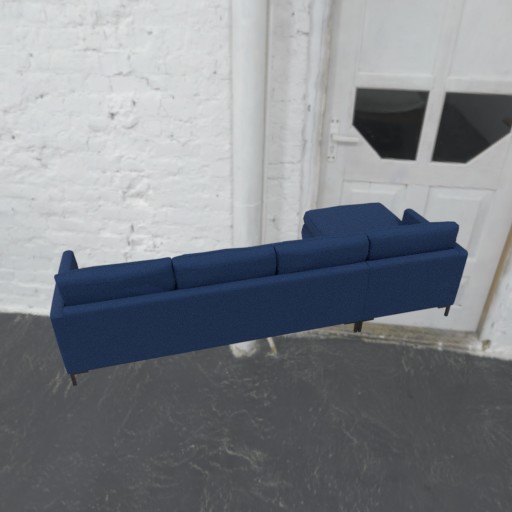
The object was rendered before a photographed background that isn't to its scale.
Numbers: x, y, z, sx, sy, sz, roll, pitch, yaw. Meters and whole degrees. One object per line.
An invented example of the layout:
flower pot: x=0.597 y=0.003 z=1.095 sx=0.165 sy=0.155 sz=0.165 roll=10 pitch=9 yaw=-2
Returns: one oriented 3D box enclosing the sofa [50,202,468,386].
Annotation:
sofa: x=0.000 y=0.000 z=2.984 sx=2.450 sy=0.679 sz=1.128 roll=-8 pitch=32 yaw=-13
